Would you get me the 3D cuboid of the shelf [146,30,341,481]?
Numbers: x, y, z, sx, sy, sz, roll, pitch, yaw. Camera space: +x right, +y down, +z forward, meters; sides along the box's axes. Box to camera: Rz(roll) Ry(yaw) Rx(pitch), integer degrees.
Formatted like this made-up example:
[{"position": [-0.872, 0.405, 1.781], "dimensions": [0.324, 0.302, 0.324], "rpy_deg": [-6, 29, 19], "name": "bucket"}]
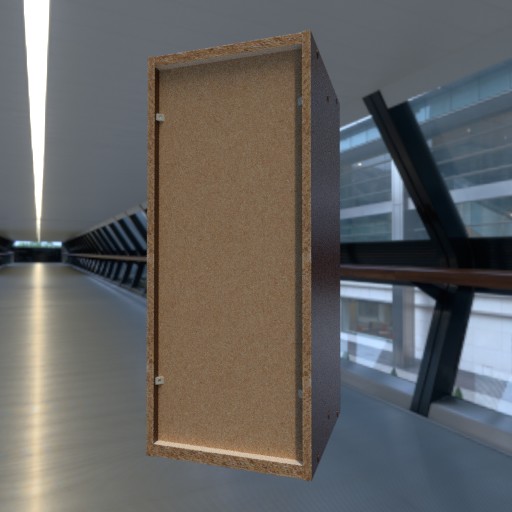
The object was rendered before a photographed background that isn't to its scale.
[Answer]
[{"position": [0.000, 0.000, 0.766], "dimensions": [0.253, 0.600, 0.290], "rpy_deg": [0, -1, 18], "name": "shelf"}]
